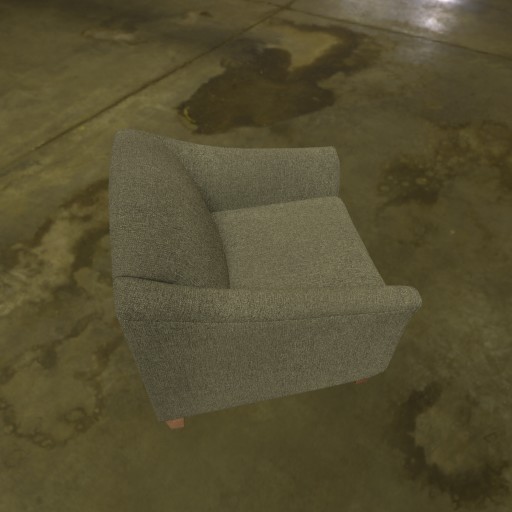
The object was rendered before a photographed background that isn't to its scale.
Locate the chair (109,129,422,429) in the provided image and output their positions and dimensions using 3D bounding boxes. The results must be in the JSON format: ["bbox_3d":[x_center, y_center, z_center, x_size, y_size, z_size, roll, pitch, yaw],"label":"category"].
[{"bbox_3d":[0.000,0.000,1.475,0.787,0.839,0.763,-9,48,-8],"label":"chair"}]
